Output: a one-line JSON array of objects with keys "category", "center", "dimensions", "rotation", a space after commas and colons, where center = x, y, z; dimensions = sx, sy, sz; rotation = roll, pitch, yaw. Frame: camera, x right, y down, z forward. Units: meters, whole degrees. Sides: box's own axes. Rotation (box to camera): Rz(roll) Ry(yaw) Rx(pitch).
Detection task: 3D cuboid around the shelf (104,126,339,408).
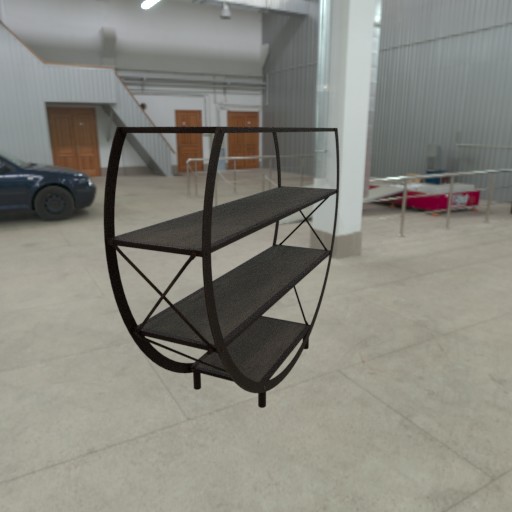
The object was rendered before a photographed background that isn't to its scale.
[{"category": "shelf", "center": [0.000, 0.000, 1.909], "dimensions": [0.344, 1.063, 1.403], "rotation": [7, 17, 24]}]
